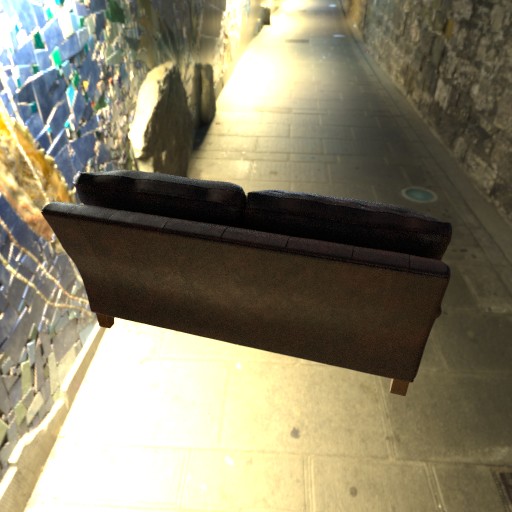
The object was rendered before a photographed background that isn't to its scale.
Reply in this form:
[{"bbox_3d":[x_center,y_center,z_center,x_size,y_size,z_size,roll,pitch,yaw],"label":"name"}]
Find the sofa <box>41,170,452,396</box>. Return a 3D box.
[{"bbox_3d":[0.000,0.000,2.769,2.144,1.071,1.147,10,35,14],"label":"sofa"}]
